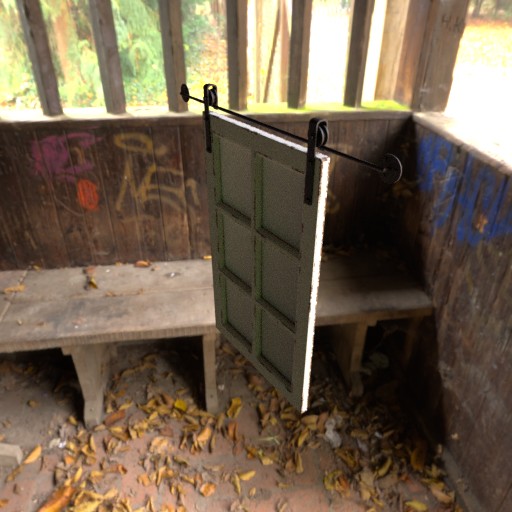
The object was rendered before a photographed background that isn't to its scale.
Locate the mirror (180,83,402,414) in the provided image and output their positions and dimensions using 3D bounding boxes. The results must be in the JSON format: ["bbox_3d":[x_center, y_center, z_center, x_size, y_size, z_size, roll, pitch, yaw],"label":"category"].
[{"bbox_3d":[0.000,0.000,1.232,0.037,0.844,0.808,-21,38,-30],"label":"mirror"}]
